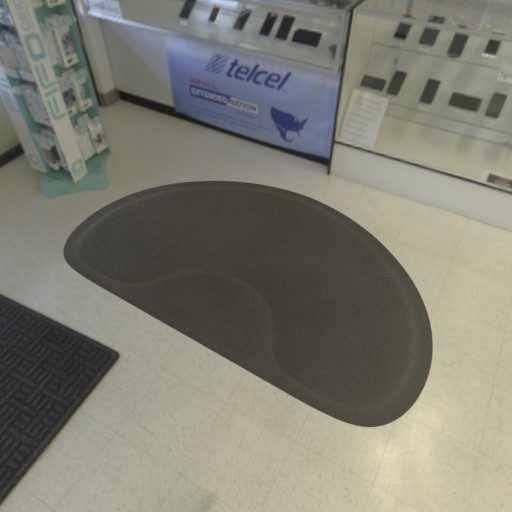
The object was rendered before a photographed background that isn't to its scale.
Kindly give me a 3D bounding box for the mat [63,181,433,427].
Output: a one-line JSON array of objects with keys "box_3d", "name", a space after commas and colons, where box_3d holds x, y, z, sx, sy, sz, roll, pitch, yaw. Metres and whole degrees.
[{"box_3d": [0.000, 0.000, 1.813, 1.524, 0.013, 0.913, 24, 51, 22], "name": "mat"}]
